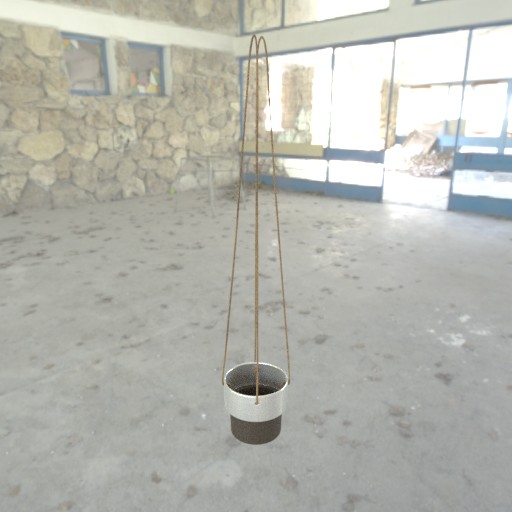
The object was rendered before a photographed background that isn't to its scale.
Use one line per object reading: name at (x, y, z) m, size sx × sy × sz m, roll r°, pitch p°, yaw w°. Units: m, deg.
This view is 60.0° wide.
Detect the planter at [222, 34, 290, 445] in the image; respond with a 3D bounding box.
planter at (0.000, 0.000, 1.182) m, size 0.187 × 1.073 × 0.187 m, roll 15°, pitch 22°, yaw 42°
